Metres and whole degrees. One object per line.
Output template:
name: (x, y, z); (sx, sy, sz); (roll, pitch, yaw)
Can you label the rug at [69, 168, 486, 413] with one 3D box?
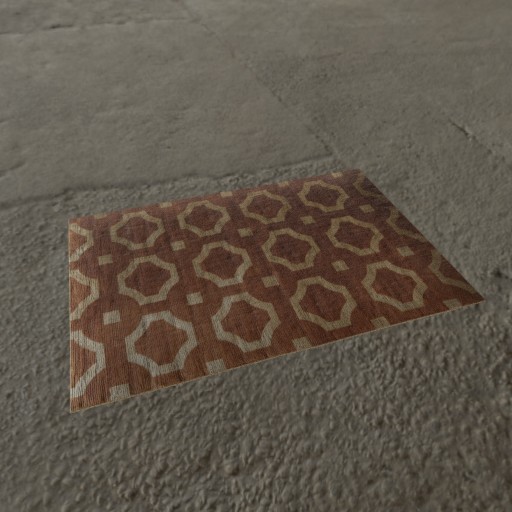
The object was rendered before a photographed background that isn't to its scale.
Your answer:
rug: (0.000, 0.000, 2.845); (2.286, 0.016, 1.555); (-12, 43, -13)
